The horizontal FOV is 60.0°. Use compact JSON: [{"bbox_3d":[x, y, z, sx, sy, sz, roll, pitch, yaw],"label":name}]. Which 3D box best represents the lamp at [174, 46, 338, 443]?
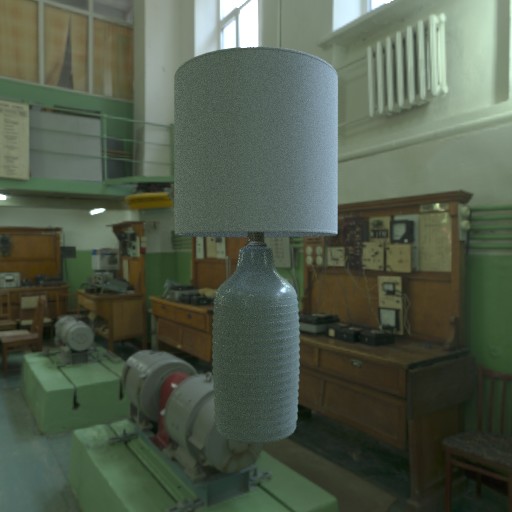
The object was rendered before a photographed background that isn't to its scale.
[{"bbox_3d":[0.000,0.000,0.611,0.220,0.475,0.220,-1,1,-36],"label":"lamp"}]
